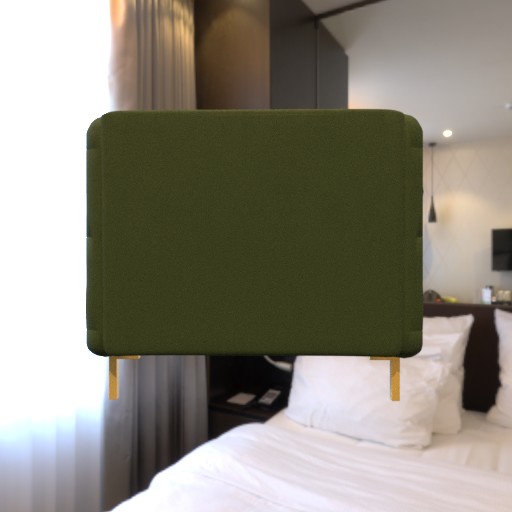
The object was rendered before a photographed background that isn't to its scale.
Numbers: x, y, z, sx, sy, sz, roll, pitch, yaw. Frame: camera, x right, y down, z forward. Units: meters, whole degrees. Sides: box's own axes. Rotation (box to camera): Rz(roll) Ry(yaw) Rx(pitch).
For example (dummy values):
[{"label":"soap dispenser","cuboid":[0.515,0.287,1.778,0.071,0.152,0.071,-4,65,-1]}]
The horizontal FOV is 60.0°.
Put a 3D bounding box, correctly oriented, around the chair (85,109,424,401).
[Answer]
[{"label":"chair","cuboid":[0.000,0.000,1.558,0.917,0.768,0.855,0,0,1]}]
